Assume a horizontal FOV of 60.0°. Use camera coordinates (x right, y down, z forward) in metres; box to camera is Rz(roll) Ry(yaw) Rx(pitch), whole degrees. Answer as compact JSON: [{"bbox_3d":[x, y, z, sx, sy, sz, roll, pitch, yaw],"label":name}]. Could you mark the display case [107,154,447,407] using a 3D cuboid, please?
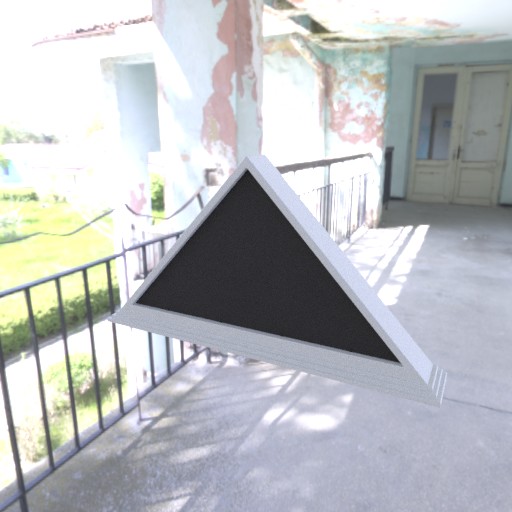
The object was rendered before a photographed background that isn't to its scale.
[{"bbox_3d":[0.000,0.000,0.765,0.640,0.340,0.095,8,18,26],"label":"display case"}]
